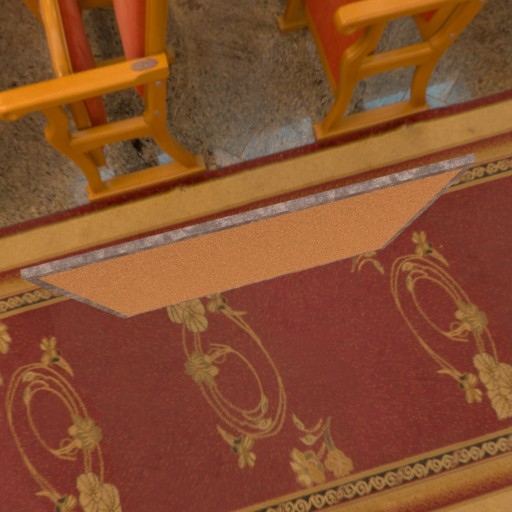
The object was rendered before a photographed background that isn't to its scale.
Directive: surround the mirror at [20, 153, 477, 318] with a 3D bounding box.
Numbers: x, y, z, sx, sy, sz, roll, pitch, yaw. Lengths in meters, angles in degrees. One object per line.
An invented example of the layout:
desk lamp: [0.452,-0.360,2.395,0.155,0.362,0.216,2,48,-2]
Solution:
mirror: [0.000,0.000,1.423,1.101,0.795,0.022,-15,76,-4]
